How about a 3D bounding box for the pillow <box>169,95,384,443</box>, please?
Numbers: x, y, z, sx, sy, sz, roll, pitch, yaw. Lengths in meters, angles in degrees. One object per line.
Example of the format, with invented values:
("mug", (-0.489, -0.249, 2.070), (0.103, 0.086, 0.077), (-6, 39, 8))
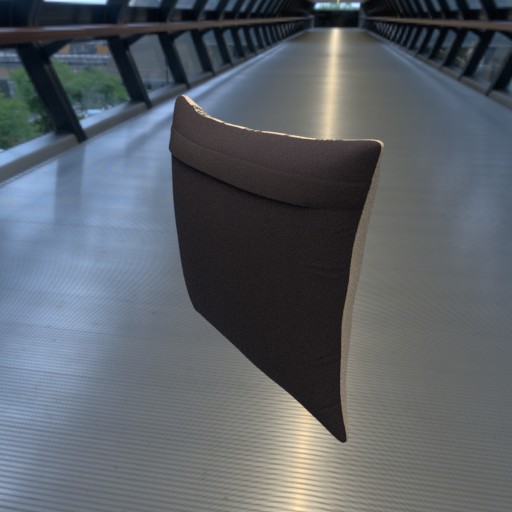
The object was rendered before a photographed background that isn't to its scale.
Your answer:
("pillow", (0.000, 0.000, 0.648), (0.173, 0.406, 0.405), (-19, 33, -32))
